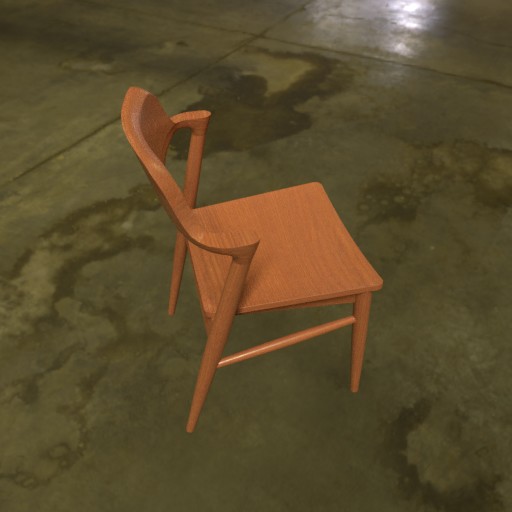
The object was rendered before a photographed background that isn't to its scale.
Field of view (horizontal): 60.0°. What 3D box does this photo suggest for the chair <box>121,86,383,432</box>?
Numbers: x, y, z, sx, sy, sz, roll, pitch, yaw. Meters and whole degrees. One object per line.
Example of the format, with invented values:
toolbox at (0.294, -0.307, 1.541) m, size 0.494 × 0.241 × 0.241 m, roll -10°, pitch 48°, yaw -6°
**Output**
chair at (0.000, 0.000, 1.110) m, size 0.499 × 0.801 × 0.496 m, roll -10°, pitch 45°, yaw -11°
